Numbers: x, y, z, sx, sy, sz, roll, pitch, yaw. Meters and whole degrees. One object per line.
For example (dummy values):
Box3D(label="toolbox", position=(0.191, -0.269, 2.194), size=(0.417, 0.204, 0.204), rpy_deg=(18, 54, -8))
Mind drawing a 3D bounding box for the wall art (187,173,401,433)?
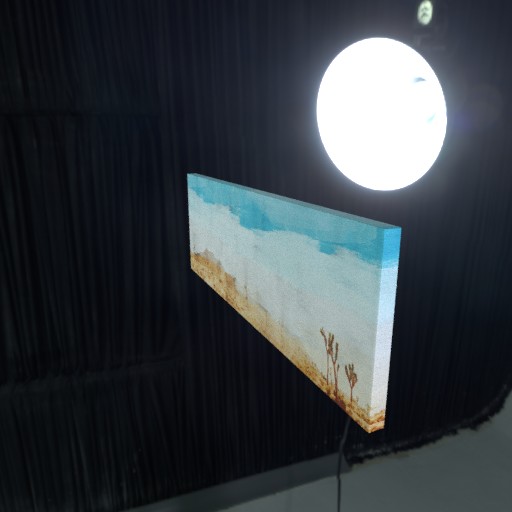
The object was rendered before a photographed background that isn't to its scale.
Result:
Box3D(label="wall art", position=(0.000, 0.000, 0.847), size=(0.044, 0.254, 0.759), rpy_deg=(-7, 17, -24))
